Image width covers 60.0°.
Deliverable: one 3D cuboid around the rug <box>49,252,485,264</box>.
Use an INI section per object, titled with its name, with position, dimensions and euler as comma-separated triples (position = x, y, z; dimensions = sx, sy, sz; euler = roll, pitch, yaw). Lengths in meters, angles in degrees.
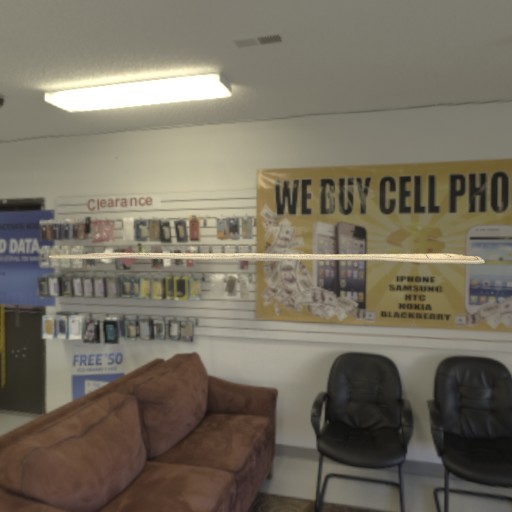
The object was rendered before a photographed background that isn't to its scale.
[rug]
position = 0.000, 0.000, 2.688
dimensions = 2.381, 0.036, 0.831
euler = 0, 1, 19
